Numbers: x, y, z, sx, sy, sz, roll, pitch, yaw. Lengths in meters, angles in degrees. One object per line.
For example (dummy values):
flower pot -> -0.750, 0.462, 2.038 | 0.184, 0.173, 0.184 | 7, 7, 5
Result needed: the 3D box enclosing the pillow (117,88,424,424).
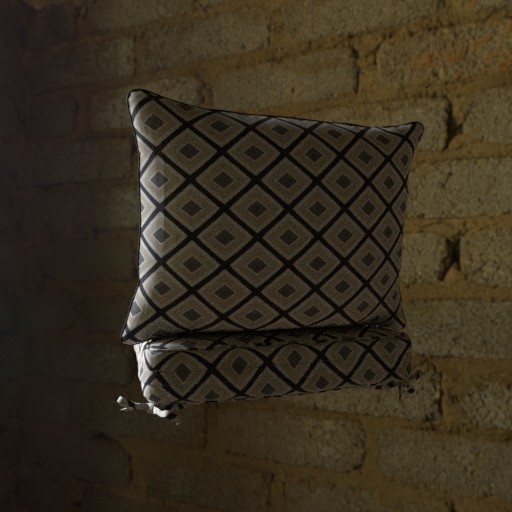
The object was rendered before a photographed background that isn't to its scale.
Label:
pillow -> 0.000, 0.000, 1.337 | 0.798, 0.722, 0.733 | 0, 0, -17
